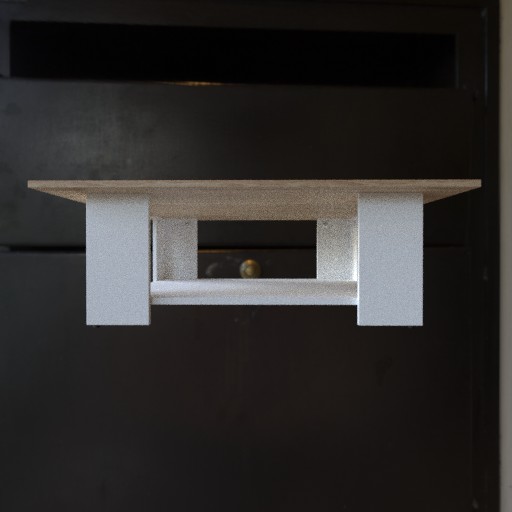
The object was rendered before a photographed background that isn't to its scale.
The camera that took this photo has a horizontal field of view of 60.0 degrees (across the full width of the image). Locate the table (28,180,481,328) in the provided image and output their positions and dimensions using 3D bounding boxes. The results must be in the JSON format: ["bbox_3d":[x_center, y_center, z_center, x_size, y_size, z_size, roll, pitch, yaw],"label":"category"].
[{"bbox_3d":[0.000,0.000,1.316,0.890,0.305,0.890,0,0,1],"label":"table"}]
